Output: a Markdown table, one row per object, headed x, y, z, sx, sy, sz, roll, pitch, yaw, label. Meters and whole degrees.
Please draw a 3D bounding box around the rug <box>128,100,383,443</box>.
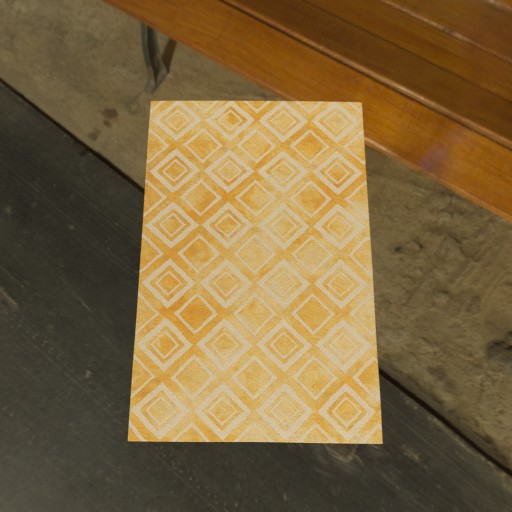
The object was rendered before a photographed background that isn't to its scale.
| x | y | z | sx | sy | sz | roll | pitch | yaw | label |
| --- | --- | --- | --- | --- | --- | --- | --- | --- | --- |
| 0.000 | 0.000 | 2.323 | 1.213 | 0.010 | 1.829 | 0 | 76 | 0 | rug |
